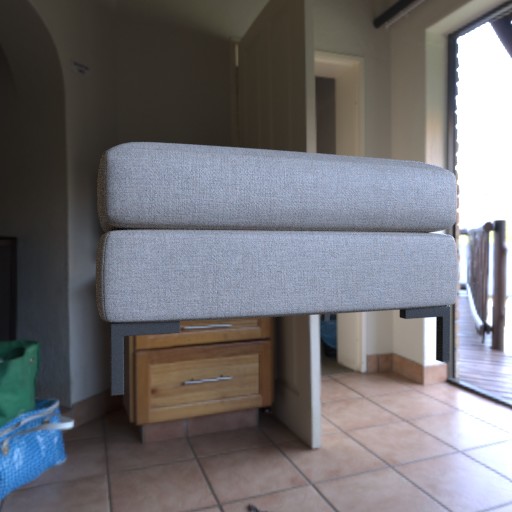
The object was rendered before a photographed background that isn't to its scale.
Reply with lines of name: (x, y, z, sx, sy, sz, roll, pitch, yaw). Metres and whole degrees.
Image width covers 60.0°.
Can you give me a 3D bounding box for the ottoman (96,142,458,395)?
ottoman: (0.000, 0.000, 1.214, 0.820, 0.490, 0.671, 0, 1, -18)
